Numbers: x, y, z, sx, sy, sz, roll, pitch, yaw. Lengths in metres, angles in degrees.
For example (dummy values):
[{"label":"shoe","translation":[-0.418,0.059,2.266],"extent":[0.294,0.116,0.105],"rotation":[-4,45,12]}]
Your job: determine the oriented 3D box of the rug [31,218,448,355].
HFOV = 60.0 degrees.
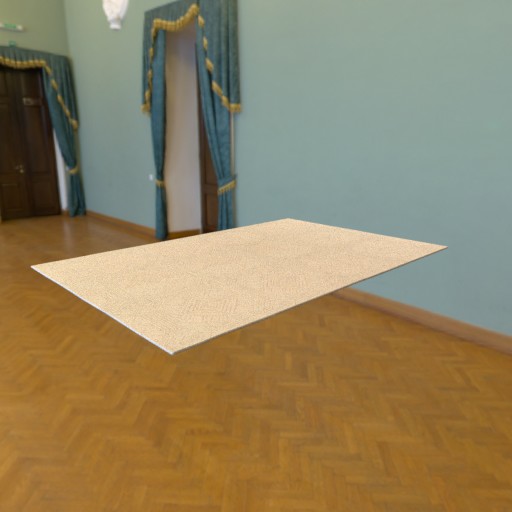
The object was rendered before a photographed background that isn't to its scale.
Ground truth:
[{"label":"rug","translation":[0.000,0.000,2.320],"extent":[1.839,0.009,1.236],"rotation":[-14,21,-42]}]
